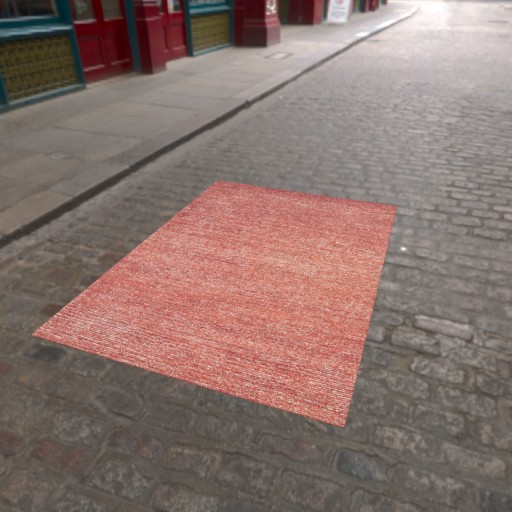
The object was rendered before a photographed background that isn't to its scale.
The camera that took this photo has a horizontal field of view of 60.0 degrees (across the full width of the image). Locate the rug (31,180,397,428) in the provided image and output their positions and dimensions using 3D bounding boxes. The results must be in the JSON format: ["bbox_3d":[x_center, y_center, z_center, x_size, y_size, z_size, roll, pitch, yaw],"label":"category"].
[{"bbox_3d":[0.000,0.000,5.114,2.803,0.025,3.965,11,33,17],"label":"rug"}]
